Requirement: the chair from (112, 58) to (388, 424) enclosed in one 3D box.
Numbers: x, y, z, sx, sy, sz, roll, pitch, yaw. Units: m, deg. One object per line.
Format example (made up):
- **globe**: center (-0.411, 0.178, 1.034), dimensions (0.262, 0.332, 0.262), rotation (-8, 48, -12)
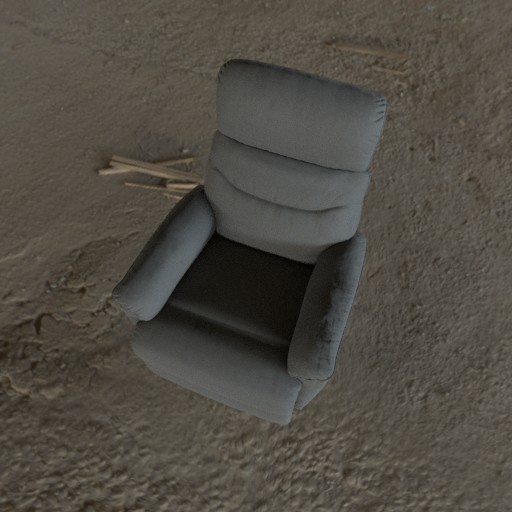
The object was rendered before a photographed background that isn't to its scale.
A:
- **chair**: center (0.000, 0.000, 1.728), dimensions (0.820, 1.037, 1.004), rotation (18, 60, 11)
